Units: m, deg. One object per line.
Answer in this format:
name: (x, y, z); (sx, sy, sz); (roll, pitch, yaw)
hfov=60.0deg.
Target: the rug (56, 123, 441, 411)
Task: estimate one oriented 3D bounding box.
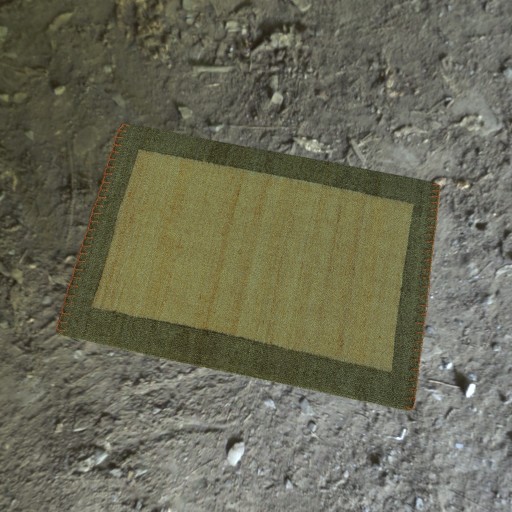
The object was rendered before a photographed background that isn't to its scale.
rug: (0.000, 0.000, 2.327); (1.838, 0.019, 1.220); (12, 76, 3)
